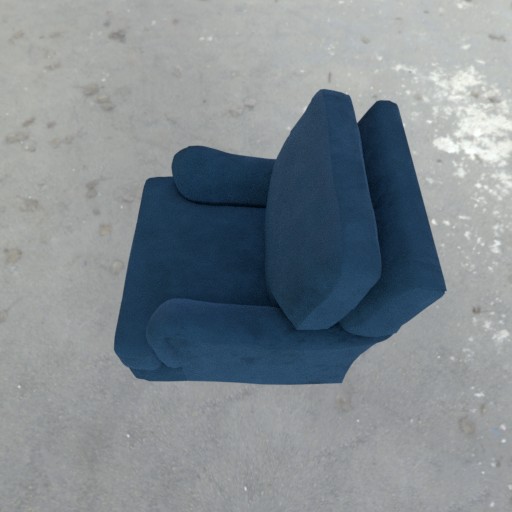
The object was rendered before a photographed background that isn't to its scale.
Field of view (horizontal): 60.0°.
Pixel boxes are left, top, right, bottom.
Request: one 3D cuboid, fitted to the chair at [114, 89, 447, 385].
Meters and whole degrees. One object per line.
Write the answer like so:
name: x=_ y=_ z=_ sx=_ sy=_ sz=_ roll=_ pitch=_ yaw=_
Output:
chair: x=0.000 y=0.000 z=1.831 sx=1.078 sy=1.076 sz=0.895 roll=0 pitch=56 yaw=0
